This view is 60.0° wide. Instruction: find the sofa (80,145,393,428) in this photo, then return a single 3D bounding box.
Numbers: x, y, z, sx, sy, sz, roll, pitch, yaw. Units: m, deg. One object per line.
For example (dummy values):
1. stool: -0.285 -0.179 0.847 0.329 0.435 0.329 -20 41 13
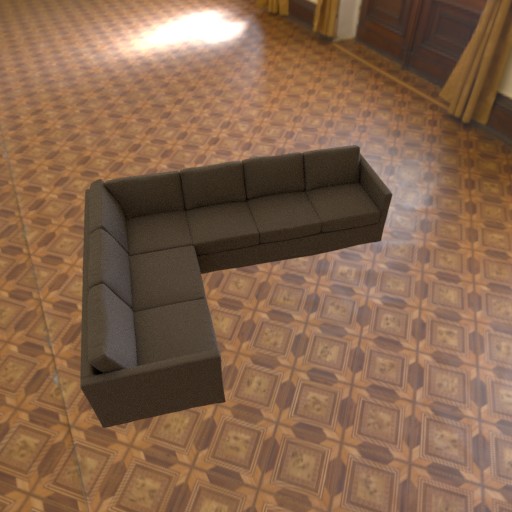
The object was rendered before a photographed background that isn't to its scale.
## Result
1. sofa: 0.000 0.000 4.388 3.182 0.871 2.432 -10 46 -10
